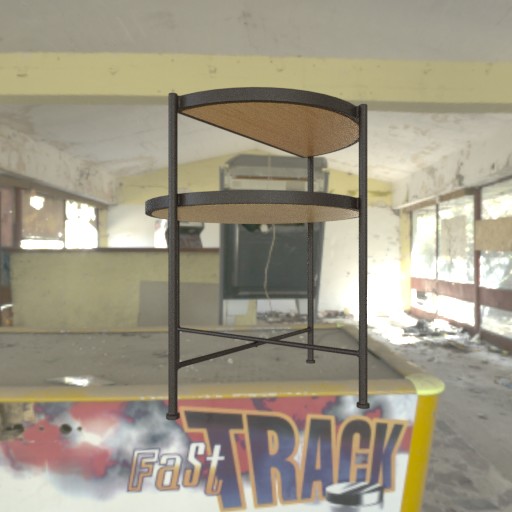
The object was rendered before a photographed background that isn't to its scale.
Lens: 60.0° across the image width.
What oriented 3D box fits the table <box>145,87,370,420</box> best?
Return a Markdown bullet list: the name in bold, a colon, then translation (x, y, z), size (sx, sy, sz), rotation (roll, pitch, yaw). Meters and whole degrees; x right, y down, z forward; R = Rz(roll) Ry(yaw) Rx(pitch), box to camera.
- **table**: translation (0.000, 0.000, 1.180), size (0.628, 0.684, 0.629), rotation (0, 0, 36)
